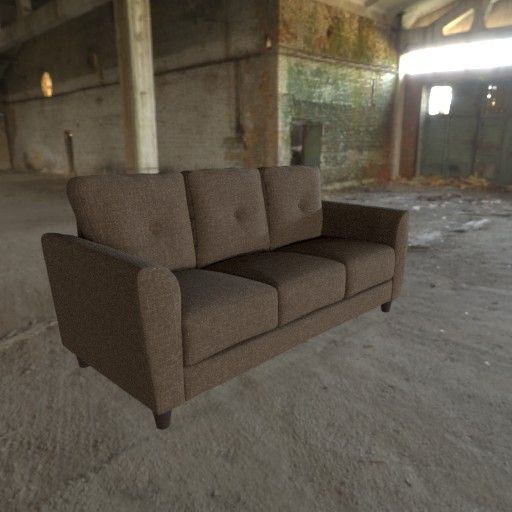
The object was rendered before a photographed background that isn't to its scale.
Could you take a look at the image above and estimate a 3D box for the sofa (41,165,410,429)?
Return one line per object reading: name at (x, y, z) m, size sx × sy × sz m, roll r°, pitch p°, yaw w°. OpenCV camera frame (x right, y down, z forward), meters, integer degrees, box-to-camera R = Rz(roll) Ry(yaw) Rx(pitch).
sofa at (0.000, 0.000, 2.325) m, size 0.837 × 0.891 × 1.847 m, roll 13°, pitch 19°, yaw 43°
